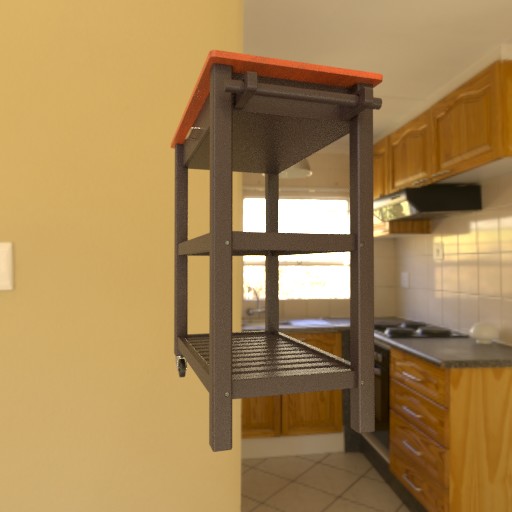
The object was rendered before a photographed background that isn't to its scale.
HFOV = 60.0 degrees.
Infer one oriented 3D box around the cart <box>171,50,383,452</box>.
[{"bbox_3d":[0.000,0.000,1.439,0.457,0.927,0.899,0,-1,-17],"label":"cart"}]
